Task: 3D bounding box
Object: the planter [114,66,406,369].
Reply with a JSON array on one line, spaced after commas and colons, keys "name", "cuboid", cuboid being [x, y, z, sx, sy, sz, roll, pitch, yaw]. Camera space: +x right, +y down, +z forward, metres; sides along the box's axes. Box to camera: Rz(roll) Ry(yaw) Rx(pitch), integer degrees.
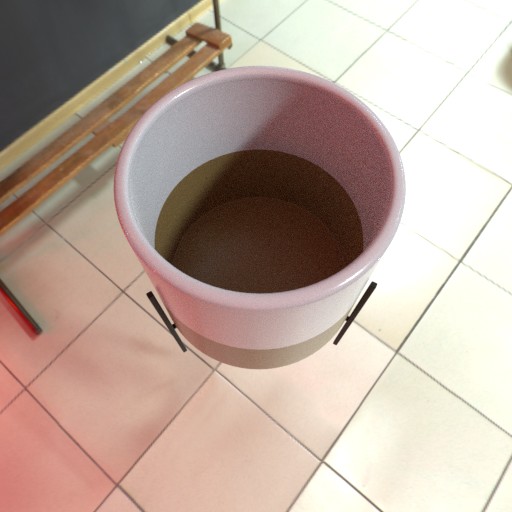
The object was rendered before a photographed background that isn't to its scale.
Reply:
[{"name": "planter", "cuboid": [0.000, 0.000, 0.650, 0.310, 0.432, 0.310, -16, 66, -7]}]
